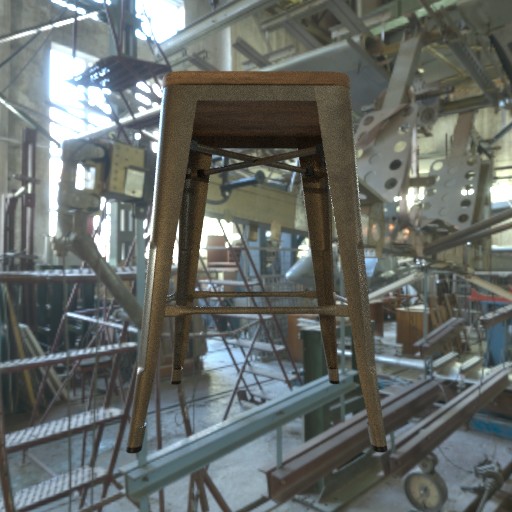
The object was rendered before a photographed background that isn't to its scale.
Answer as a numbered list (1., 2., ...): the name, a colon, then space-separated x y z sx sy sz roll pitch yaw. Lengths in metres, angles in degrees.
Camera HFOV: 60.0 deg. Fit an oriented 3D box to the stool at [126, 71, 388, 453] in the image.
1. stool: 0.000 0.000 0.884 0.407 0.607 0.407 0 -1 0
